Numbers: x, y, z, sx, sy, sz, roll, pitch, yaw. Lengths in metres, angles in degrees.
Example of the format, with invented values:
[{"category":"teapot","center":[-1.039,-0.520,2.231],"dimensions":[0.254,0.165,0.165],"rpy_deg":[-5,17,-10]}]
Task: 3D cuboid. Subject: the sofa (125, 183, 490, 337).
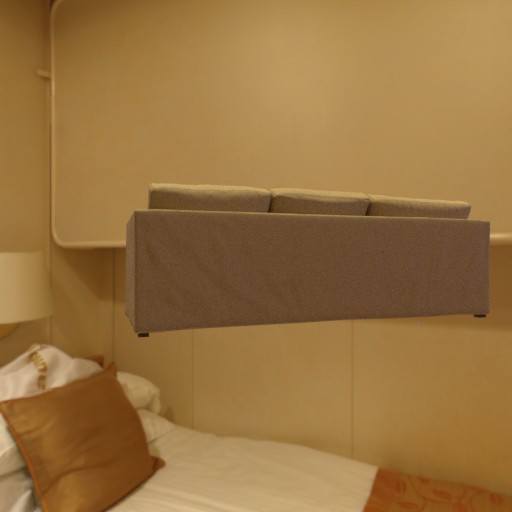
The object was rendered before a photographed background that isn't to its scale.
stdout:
[{"category":"sofa","center":[0.000,0.000,4.214],"dimensions":[2.432,0.871,3.182],"rpy_deg":[0,0,-18]}]
